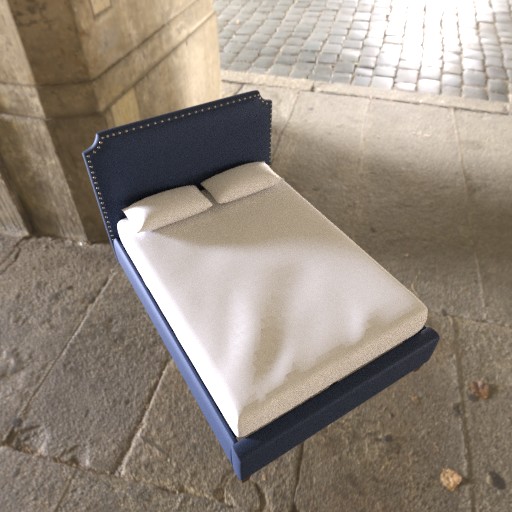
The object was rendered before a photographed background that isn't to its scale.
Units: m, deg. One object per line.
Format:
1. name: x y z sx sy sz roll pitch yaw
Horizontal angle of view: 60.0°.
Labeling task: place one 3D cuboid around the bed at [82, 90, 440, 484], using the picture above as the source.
1. bed: 0.000 0.000 3.413 1.712 1.443 2.372 -23 49 -22
